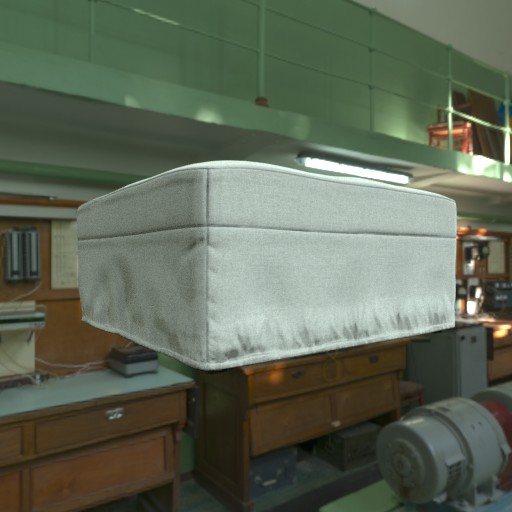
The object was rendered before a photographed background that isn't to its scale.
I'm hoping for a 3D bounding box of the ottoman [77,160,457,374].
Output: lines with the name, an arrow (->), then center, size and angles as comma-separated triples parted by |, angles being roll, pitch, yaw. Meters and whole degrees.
ottoman -> 0.000, 0.000, 1.336 | 0.843, 0.436, 0.840 | 0, 0, -37
